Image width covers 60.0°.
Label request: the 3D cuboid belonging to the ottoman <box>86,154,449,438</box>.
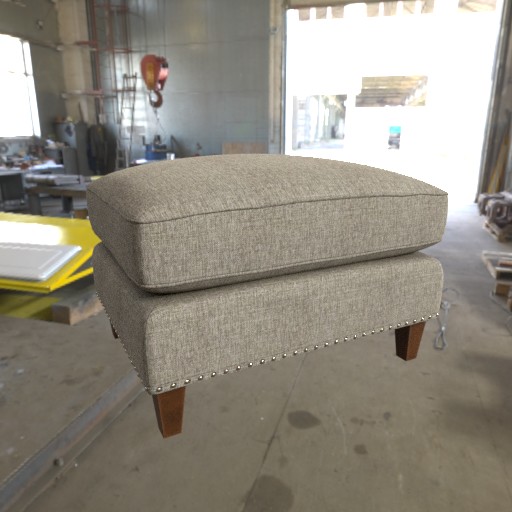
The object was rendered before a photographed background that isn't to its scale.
[{"bbox_3d":[0.000,0.000,1.149,0.741,0.513,0.584,-8,18,-27],"label":"ottoman"}]
